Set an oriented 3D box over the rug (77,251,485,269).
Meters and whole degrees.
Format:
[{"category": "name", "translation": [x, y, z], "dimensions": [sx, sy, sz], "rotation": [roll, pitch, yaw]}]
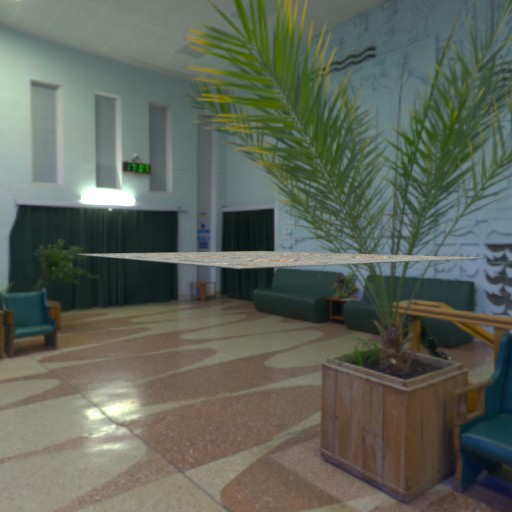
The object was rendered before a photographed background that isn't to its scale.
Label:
[{"category": "rug", "translation": [0.000, 0.000, 4.134], "dimensions": [2.425, 0.008, 3.035], "rotation": [-1, 2, -36]}]
